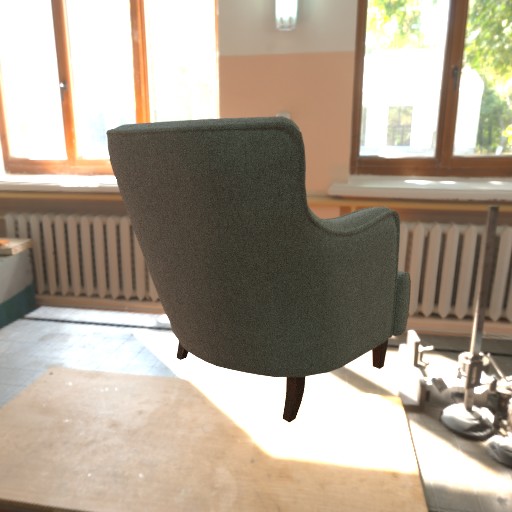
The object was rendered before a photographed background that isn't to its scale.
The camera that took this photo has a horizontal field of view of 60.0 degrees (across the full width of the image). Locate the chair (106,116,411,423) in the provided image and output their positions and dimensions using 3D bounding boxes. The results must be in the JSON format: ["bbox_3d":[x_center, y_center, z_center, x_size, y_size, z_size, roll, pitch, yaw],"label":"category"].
[{"bbox_3d":[0.000,0.000,1.586,0.910,0.920,0.820,-14,19,-43],"label":"chair"}]
